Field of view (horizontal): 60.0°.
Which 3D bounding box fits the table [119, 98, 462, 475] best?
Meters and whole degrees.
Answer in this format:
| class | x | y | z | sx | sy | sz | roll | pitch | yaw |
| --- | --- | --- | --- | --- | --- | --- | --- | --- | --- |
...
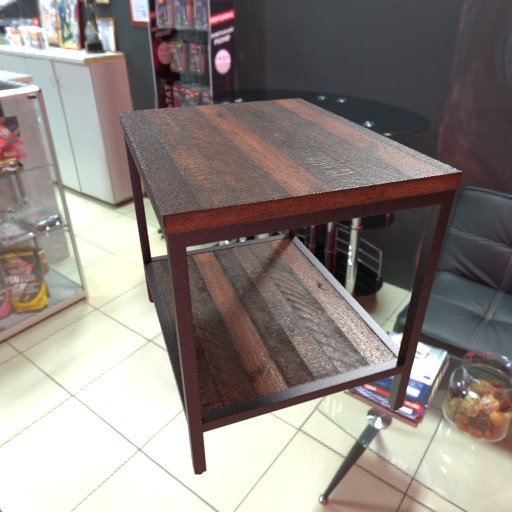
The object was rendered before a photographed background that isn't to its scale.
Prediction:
| class | x | y | z | sx | sy | sz | roll | pitch | yaw |
| --- | --- | --- | --- | --- | --- | --- | --- | --- | --- |
| table | 0.000 | 0.000 | 1.126 | 0.524 | 0.612 | 0.678 | -10 | 32 | -17 |
